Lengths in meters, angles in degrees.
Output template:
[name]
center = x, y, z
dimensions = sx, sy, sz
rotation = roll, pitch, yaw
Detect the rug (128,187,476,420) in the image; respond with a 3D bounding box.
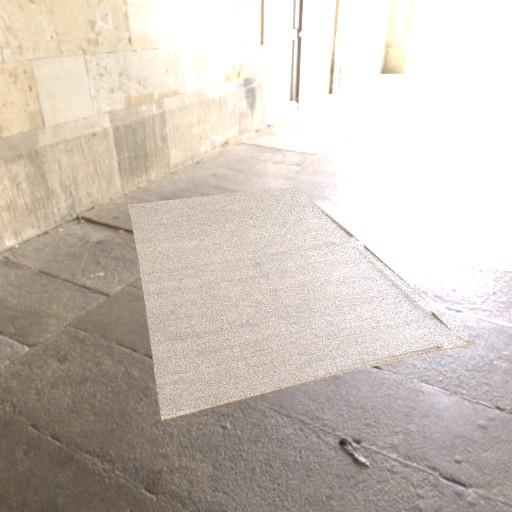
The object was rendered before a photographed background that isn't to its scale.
[rug]
center = 0.000, 0.000, 2.271
dimensions = 1.179, 0.022, 1.820
rotation = -8, 30, -15
